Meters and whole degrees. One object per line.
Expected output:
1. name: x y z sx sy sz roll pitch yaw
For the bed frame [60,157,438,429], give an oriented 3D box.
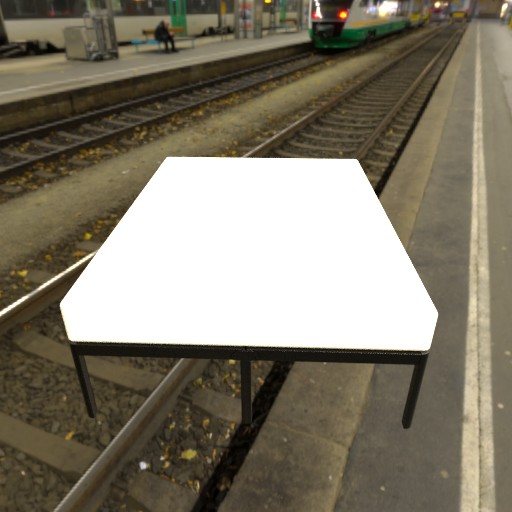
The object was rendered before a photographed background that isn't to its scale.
1. bed frame: 0.000 0.000 2.818 1.557 0.659 2.072 1 29 2
